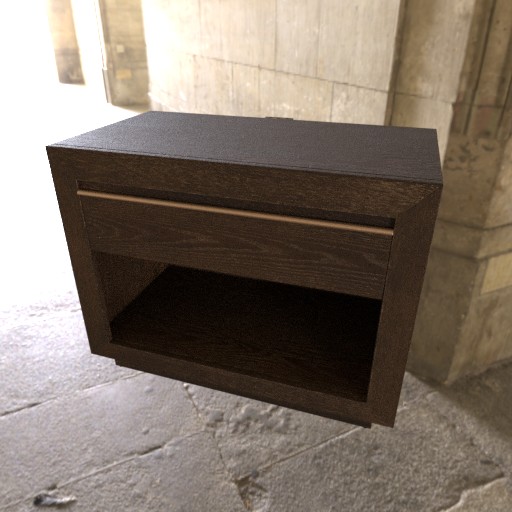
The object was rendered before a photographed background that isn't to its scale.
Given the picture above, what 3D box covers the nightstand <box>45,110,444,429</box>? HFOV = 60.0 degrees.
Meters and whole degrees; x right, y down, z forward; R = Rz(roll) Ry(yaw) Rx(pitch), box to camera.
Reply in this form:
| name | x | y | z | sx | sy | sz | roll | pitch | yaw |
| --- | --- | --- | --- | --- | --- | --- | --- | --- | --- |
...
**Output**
| name | x | y | z | sx | sy | sz | roll | pitch | yaw |
| --- | --- | --- | --- | --- | --- | --- | --- | --- | --- |
| nightstand | 0.000 | 0.000 | 1.139 | 0.775 | 0.612 | 0.457 | 9 | 29 | 16 |
